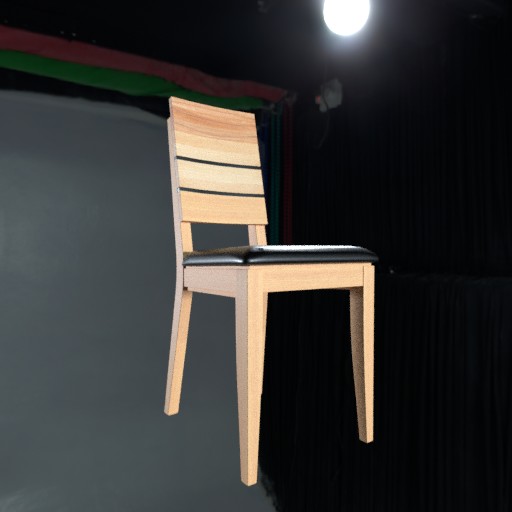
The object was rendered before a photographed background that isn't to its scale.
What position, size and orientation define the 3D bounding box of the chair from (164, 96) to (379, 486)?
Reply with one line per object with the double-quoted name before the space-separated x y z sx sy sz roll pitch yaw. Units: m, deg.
"chair" 0.000 0.000 1.212 0.410 0.940 0.520 0 1 -35
